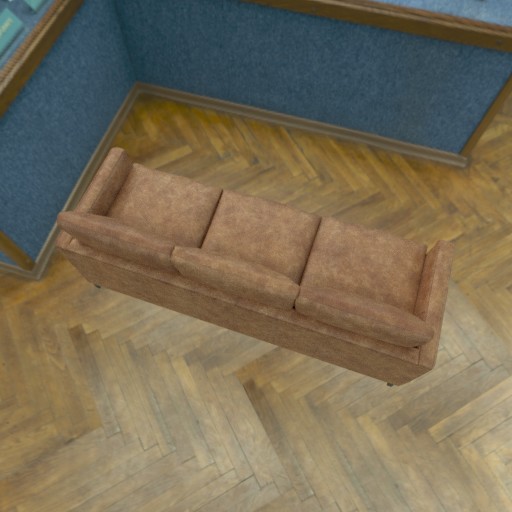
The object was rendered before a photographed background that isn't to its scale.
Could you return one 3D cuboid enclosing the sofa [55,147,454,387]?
[{"bbox_3d":[0.000,0.000,2.507,2.029,0.863,0.748,17,66,8],"label":"sofa"}]
